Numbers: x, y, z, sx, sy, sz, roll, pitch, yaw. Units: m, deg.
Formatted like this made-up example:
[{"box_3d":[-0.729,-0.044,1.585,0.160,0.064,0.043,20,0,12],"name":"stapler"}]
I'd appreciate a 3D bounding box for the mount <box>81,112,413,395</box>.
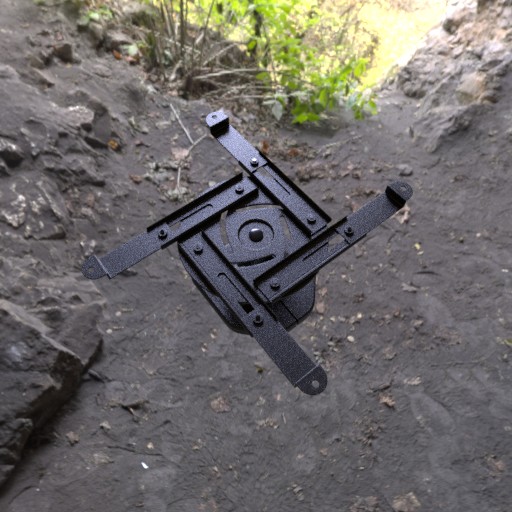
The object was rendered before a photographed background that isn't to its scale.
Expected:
[{"box_3d":[0.000,0.000,0.601,0.394,0.141,0.394,-34,65,-18],"name":"mount"}]
